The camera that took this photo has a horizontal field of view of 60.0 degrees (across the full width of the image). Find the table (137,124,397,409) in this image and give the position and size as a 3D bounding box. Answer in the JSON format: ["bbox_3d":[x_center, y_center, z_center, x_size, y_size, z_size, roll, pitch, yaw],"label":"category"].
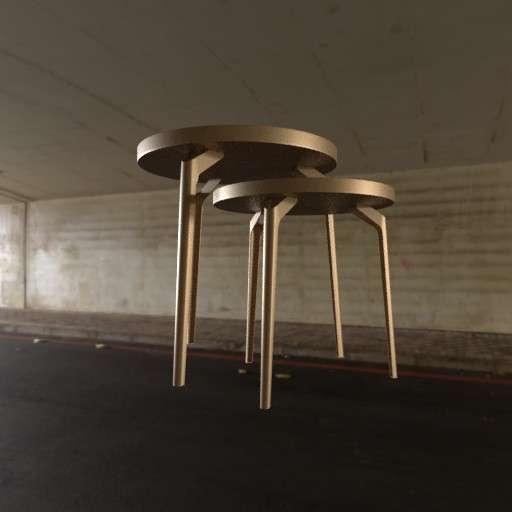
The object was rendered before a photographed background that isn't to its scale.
[{"bbox_3d":[0.000,0.000,1.138,0.532,0.555,0.751,1,-1,-35],"label":"table"}]
